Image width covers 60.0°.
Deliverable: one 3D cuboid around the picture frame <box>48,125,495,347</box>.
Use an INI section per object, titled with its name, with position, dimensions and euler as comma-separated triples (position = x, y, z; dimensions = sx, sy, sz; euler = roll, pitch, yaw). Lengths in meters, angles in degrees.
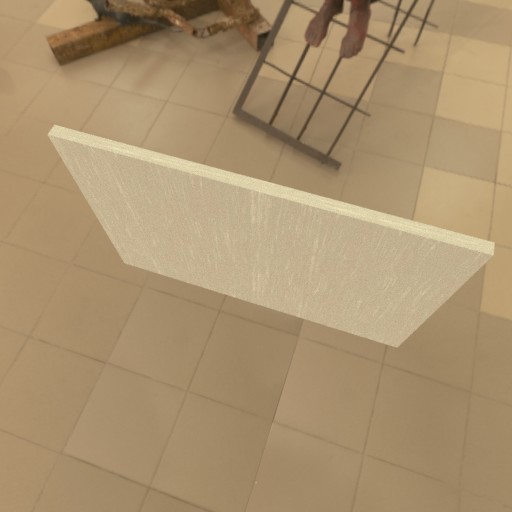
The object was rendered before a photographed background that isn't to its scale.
[picture frame]
position = 0.000, 0.000, 1.191
dimensions = 0.950, 0.640, 0.029
euler = 16, 64, 8
